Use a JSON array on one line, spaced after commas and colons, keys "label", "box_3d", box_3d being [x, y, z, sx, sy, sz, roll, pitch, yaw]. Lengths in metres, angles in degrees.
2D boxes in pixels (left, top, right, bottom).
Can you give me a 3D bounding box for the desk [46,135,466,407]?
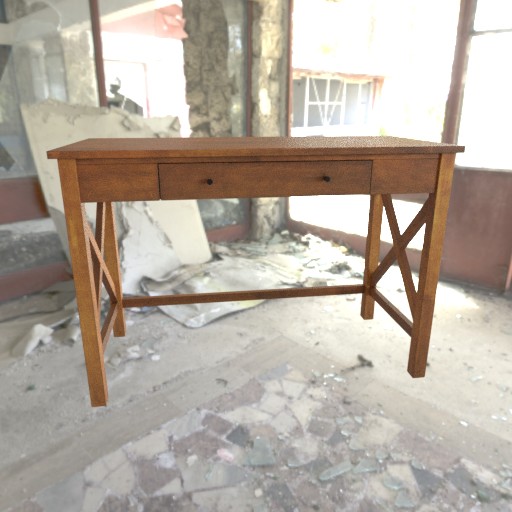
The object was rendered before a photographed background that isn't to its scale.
[{"label": "desk", "box_3d": [0.000, 0.000, 1.523, 1.117, 0.762, 0.508, -3, 19, -8]}]
